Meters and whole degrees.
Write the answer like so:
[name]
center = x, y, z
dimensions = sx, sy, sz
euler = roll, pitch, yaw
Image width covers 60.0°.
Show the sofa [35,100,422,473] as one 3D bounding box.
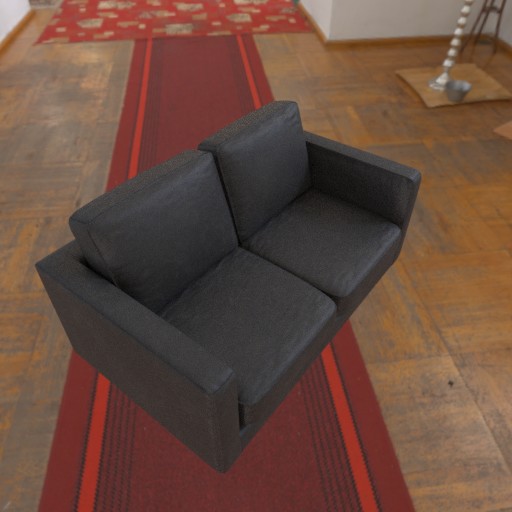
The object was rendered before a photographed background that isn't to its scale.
[sofa]
center = 0.000, 0.000, 1.933
dimensions = 0.879, 0.899, 1.430
euler = 28, 49, 27
